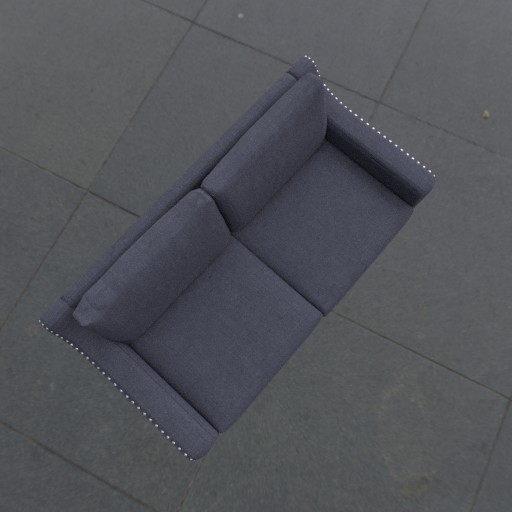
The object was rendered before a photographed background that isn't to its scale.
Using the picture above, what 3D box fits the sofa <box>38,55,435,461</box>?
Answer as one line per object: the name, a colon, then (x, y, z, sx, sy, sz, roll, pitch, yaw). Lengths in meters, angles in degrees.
sofa: (0.000, 0.000, 3.216, 1.336, 1.196, 2.550, 41, 79, 9)
